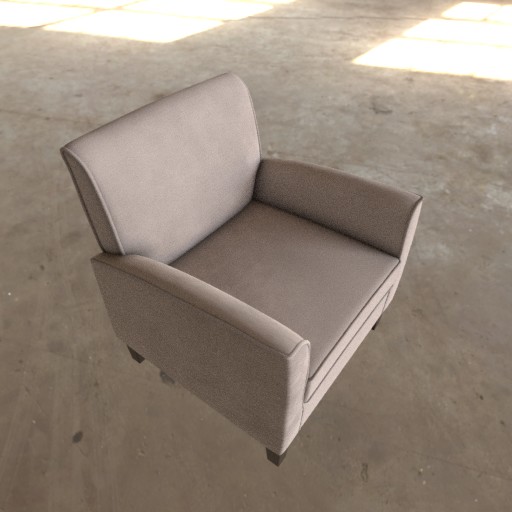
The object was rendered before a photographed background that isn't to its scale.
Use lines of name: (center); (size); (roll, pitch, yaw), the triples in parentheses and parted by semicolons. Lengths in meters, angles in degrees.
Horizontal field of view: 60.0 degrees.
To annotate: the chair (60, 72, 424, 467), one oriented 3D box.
chair: (0.000, 0.000, 1.532); (0.821, 0.915, 0.820); (27, 48, 27)
